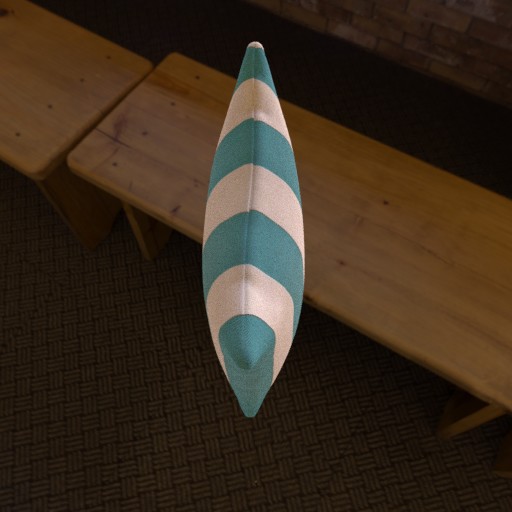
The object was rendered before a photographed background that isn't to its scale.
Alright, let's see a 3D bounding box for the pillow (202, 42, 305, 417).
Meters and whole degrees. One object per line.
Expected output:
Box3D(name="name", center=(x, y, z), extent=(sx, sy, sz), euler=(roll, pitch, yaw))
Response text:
Box3D(name="pillow", center=(0.000, 0.000, 0.826), extent=(0.189, 0.526, 0.536), euler=(0, 63, 0))
